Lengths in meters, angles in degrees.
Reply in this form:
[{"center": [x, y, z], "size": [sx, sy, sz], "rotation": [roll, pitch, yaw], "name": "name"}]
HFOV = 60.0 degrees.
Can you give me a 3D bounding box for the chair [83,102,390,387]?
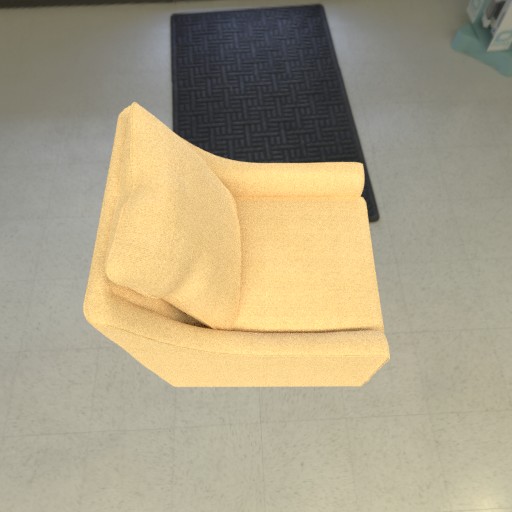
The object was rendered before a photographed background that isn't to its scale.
[{"center": [0.000, 0.000, 1.584], "size": [0.876, 0.927, 0.760], "rotation": [0, 63, 0], "name": "chair"}]
